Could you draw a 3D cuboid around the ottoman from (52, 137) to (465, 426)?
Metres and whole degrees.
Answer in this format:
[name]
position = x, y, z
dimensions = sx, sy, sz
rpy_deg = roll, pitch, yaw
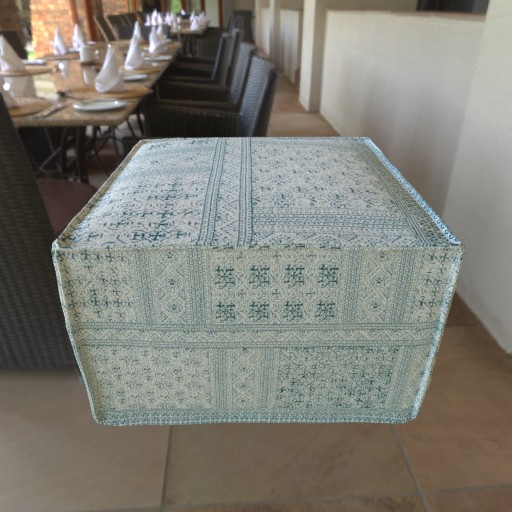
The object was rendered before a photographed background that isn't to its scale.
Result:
[ottoman]
position = 0.000, 0.000, 1.002
dimensions = 0.617, 0.439, 0.626
rpy_deg = 0, 29, -1
